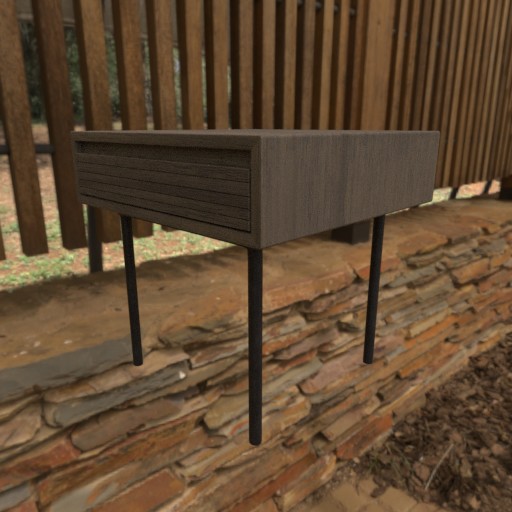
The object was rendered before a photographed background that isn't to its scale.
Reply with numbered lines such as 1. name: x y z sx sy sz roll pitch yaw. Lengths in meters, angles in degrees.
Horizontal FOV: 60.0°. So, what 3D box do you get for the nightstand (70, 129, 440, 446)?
1. nightstand: 0.000 0.000 0.916 0.502 0.497 0.503 15 22 42
